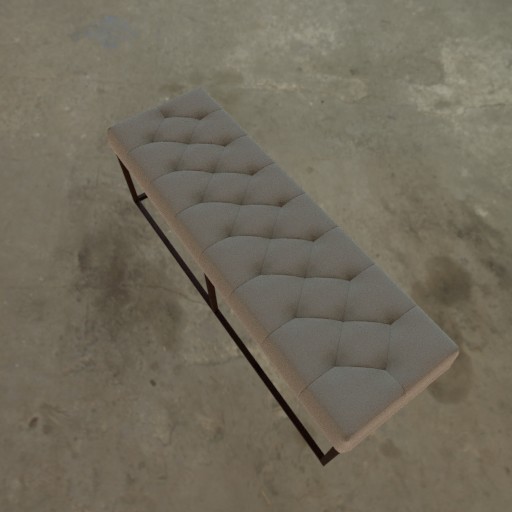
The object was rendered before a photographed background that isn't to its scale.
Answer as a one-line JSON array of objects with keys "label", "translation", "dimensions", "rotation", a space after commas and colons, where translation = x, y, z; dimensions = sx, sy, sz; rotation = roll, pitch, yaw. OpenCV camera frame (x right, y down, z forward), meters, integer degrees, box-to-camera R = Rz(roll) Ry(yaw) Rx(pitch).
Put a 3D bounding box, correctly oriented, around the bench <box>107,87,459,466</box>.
[{"label": "bench", "translation": [0.000, 0.000, 1.740], "dimensions": [0.479, 0.488, 1.488], "rotation": [-31, 63, -18]}]
